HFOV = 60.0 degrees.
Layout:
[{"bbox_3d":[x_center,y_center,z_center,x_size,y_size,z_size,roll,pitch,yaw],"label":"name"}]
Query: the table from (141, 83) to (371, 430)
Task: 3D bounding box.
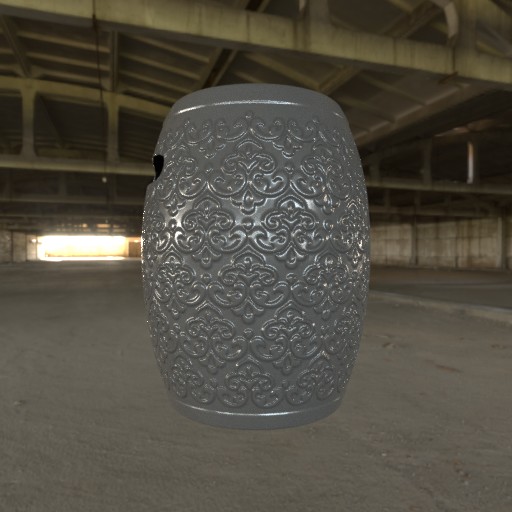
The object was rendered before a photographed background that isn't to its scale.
[{"bbox_3d":[0.000,0.000,0.616,0.309,0.397,0.309,0,1,0],"label":"table"}]
